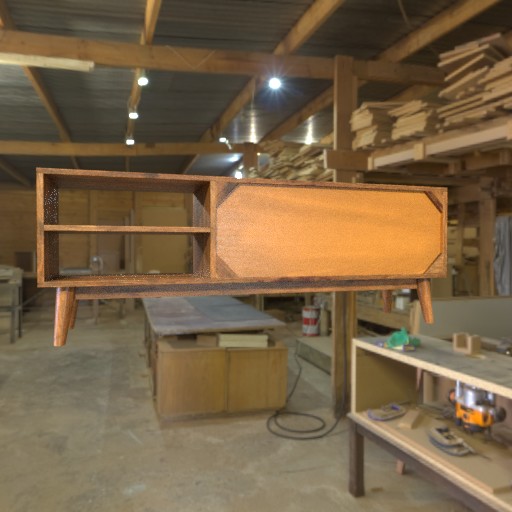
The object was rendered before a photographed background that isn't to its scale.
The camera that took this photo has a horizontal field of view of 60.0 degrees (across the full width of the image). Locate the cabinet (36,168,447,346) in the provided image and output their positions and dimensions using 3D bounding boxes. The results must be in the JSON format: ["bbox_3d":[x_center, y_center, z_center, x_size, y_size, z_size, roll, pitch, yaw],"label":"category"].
[{"bbox_3d":[0.000,0.000,1.677,1.448,0.528,0.349,0,1,-17],"label":"cabinet"}]
